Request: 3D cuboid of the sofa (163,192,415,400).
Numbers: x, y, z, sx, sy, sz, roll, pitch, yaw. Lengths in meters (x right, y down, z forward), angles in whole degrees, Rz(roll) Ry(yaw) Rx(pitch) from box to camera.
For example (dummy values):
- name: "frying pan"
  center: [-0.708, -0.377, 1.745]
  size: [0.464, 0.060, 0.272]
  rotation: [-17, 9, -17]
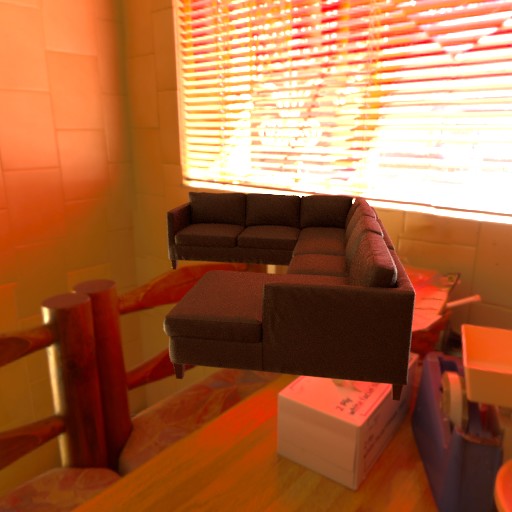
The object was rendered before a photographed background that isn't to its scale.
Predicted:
- name: "sofa"
  center: [0.000, 0.000, 4.535]
  size: [2.593, 0.923, 3.460]
  rotation: [3, 16, 10]
